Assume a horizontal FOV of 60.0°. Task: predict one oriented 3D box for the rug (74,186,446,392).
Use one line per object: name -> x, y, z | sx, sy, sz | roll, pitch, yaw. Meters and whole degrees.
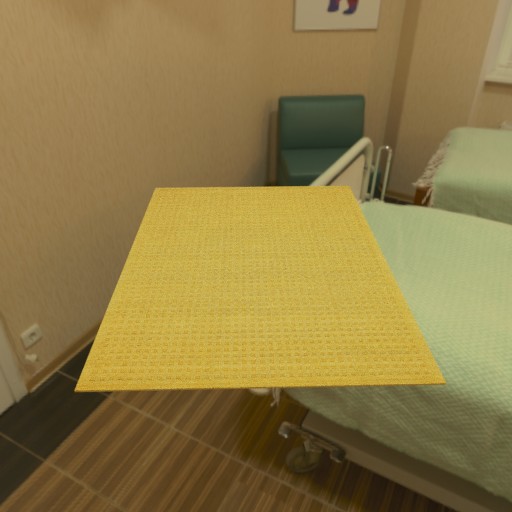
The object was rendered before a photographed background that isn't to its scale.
rug -> 0.000, 0.000, 4.322 | 2.486, 0.015, 3.242 | -1, 33, -1
